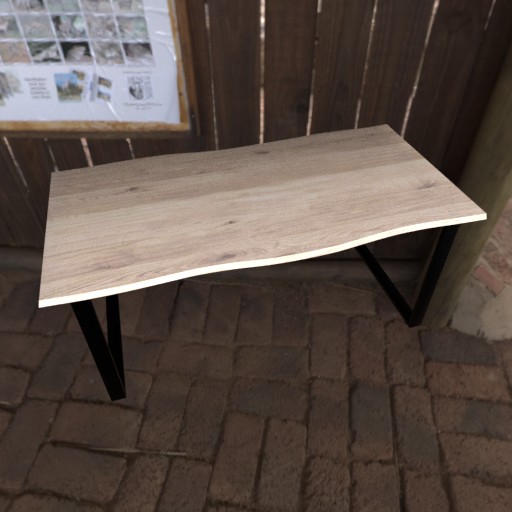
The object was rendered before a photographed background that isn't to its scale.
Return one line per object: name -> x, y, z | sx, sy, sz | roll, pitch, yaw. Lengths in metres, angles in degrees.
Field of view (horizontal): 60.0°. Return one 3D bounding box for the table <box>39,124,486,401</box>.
table -> 0.000, 0.000, 2.256 | 1.800, 0.780, 0.900 | -11, 43, -12
